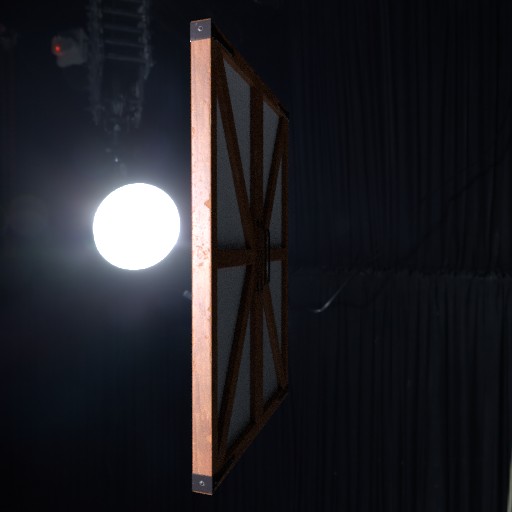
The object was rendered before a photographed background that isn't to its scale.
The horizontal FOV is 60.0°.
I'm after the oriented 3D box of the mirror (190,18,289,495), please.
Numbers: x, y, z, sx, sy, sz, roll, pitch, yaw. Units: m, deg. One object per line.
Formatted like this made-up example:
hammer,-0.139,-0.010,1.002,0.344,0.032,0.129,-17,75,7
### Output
mirror,0.000,0.000,0.952,0.053,0.761,0.517,1,2,18
